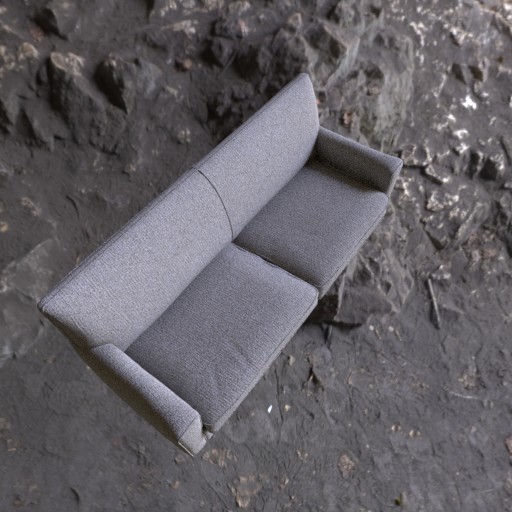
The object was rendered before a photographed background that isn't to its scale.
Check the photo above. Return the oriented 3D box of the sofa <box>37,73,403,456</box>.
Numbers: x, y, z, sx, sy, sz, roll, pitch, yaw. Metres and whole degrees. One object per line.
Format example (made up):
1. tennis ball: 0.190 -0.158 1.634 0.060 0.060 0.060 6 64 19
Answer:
1. sofa: 0.000 0.000 2.520 0.854 0.942 2.026 33 63 19
